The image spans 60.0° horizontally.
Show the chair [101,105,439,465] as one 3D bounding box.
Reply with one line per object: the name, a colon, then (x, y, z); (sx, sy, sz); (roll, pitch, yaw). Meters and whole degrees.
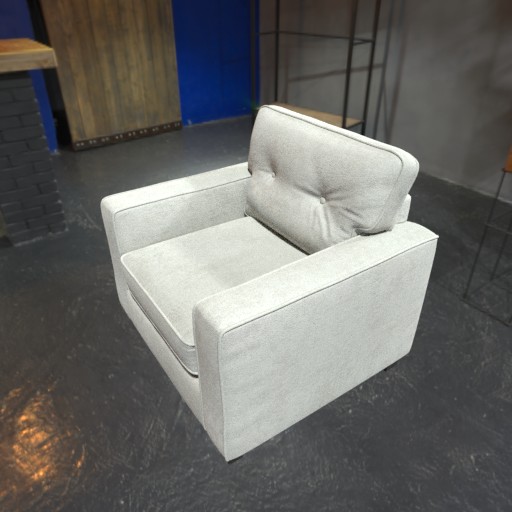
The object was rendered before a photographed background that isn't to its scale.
chair: (0.000, 0.000, 1.792); (0.939, 0.965, 1.015); (-20, 38, -28)
